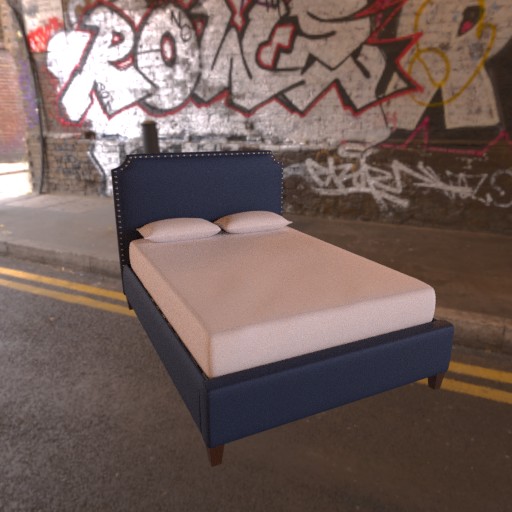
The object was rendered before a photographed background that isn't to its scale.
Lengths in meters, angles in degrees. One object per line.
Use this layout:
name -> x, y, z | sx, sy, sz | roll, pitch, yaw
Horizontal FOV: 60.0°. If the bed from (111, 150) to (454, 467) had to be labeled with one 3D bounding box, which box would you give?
bed -> 0.000, 0.000, 3.412 | 1.712, 1.443, 2.372 | -8, 19, -25
